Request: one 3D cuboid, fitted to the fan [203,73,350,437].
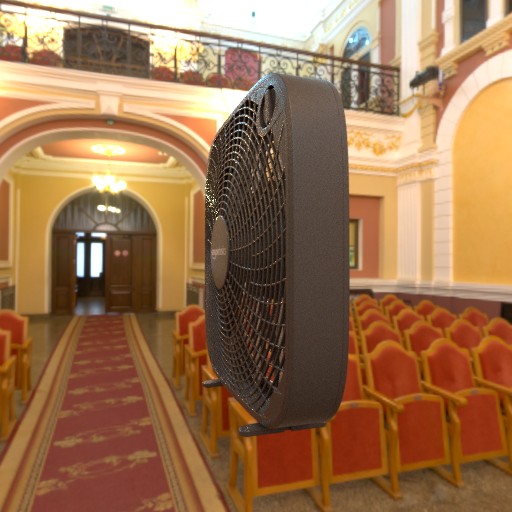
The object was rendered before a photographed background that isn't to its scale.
[{"bbox_3d":[0.000,0.000,0.803,0.142,0.533,0.526,0,-1,-18],"label":"fan"}]
